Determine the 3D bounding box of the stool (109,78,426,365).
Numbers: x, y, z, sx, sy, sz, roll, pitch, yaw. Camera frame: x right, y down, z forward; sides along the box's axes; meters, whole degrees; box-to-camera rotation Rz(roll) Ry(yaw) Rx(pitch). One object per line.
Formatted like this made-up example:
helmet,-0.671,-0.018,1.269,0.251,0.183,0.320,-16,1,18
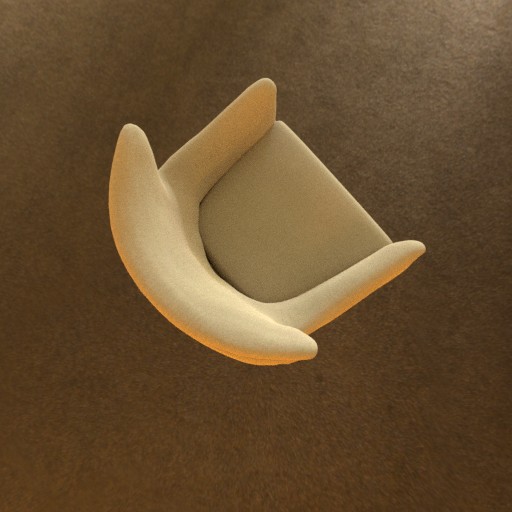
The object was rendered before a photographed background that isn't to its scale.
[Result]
stool,0.000,0.000,1.325,0.570,0.951,0.601,-38,79,-8
